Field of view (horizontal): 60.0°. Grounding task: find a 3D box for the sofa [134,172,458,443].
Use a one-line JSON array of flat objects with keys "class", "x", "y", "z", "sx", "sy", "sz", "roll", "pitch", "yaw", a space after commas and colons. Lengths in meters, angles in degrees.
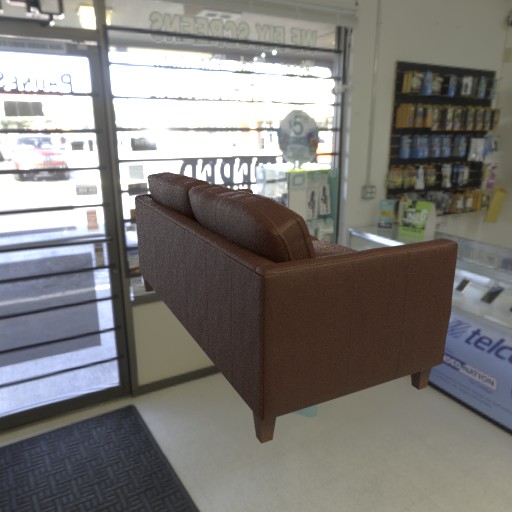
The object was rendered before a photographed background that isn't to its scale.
[{"class": "sofa", "x": 0.000, "y": 0.000, "z": 2.491, "sx": 0.923, "sy": 0.863, "sz": 1.971, "roll": -8, "pitch": 17, "yaw": -26}]
